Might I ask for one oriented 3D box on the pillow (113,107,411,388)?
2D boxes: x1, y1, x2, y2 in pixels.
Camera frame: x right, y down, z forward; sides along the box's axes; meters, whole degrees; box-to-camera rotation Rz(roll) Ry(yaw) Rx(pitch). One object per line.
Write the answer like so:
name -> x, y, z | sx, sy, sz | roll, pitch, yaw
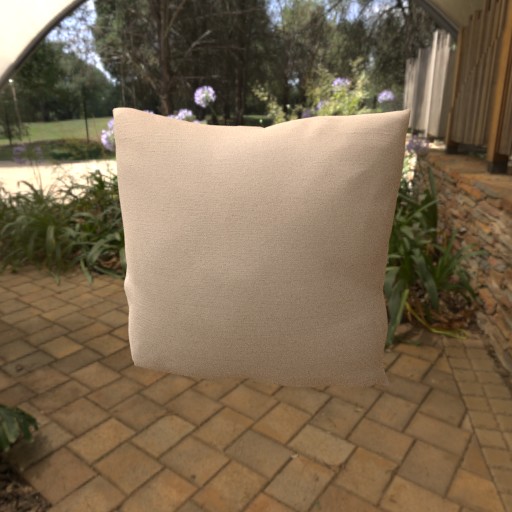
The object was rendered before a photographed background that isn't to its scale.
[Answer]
pillow -> 0.000, 0.000, 0.702 | 0.450, 0.448, 0.245 | 2, 17, 7
